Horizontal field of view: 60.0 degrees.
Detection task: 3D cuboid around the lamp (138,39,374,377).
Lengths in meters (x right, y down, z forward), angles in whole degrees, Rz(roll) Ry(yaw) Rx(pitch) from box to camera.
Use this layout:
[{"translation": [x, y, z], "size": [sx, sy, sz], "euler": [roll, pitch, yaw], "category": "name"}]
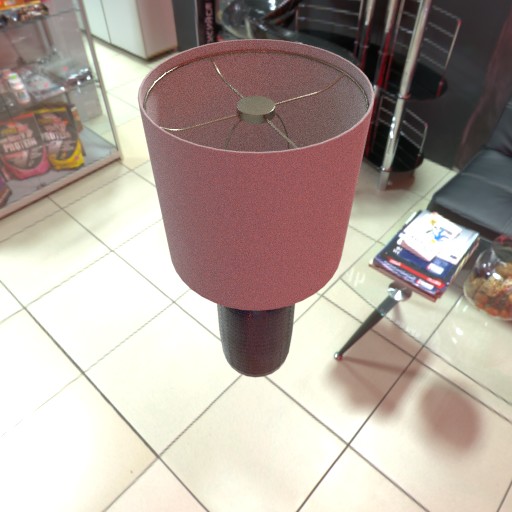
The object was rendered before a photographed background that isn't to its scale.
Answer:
[{"translation": [0.000, 0.000, 0.594], "size": [0.220, 0.475, 0.220], "euler": [-11, 48, -10], "category": "lamp"}]
